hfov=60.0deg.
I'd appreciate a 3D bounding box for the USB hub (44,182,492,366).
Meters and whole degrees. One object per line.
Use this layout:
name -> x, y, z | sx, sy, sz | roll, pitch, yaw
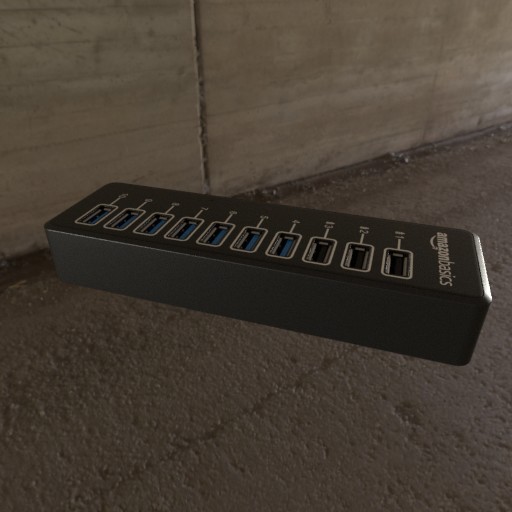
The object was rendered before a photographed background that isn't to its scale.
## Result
USB hub -> 0.000, 0.000, 0.158 | 0.145, 0.023, 0.044 | 10, 33, 15
